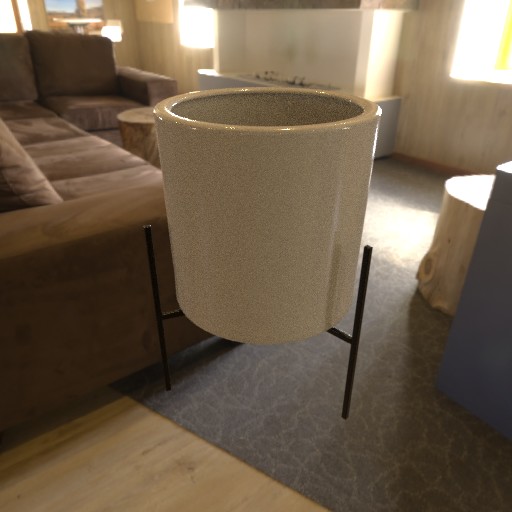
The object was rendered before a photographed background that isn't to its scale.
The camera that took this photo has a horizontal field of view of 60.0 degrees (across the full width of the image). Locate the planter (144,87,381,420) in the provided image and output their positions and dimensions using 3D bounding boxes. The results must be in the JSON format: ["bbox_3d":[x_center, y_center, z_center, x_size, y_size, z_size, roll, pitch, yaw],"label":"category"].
[{"bbox_3d":[0.000,0.000,0.653,0.308,0.431,0.307,-10,31,-18],"label":"planter"}]
